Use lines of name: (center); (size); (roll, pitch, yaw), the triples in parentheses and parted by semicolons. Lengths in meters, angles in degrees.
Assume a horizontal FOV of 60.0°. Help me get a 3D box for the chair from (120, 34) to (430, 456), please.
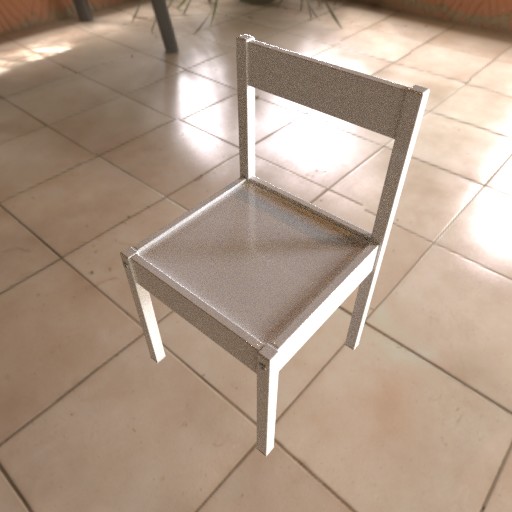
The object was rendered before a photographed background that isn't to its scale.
chair: (0.000, 0.000, 0.671); (0.285, 0.505, 0.285); (31, 52, 28)
